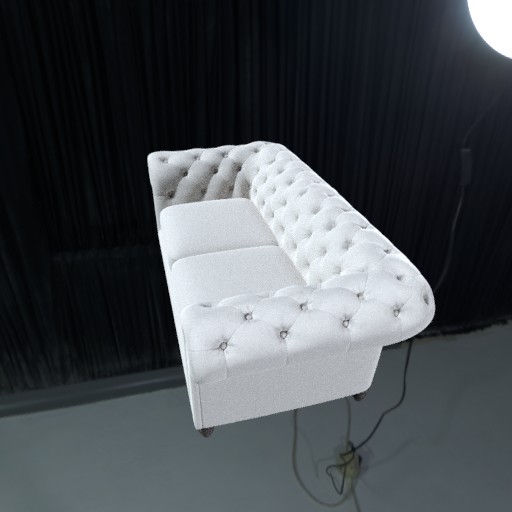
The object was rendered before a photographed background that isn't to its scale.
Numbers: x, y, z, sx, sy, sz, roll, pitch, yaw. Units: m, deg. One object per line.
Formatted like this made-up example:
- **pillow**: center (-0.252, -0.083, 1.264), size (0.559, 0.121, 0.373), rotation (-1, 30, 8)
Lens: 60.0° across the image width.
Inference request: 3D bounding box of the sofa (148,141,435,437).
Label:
- **sofa**: center (0.000, 0.000, 2.458), size (0.986, 0.764, 1.998), rotation (-8, 32, -13)
